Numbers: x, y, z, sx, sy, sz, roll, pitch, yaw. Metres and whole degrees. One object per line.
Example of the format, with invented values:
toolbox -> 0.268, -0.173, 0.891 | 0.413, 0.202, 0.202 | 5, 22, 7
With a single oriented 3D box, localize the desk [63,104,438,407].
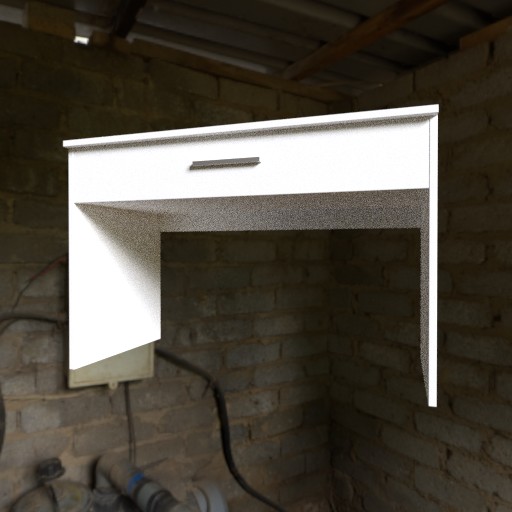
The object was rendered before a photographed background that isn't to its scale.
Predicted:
desk -> 0.000, 0.000, 1.496 | 1.100, 0.730, 0.560 | 0, 1, 18
